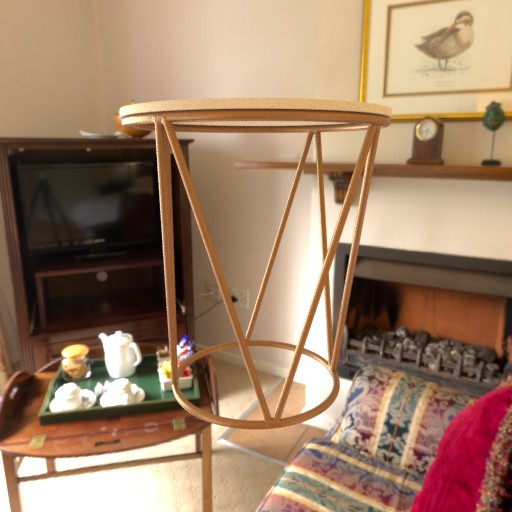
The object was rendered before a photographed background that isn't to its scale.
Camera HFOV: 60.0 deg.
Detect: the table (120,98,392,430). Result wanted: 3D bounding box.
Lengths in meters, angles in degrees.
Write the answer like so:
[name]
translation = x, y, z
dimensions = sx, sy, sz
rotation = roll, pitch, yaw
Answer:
[table]
translation = 0.000, 0.000, 0.913
dimensions = 0.500, 0.564, 0.500
rotation = 0, 14, 0
